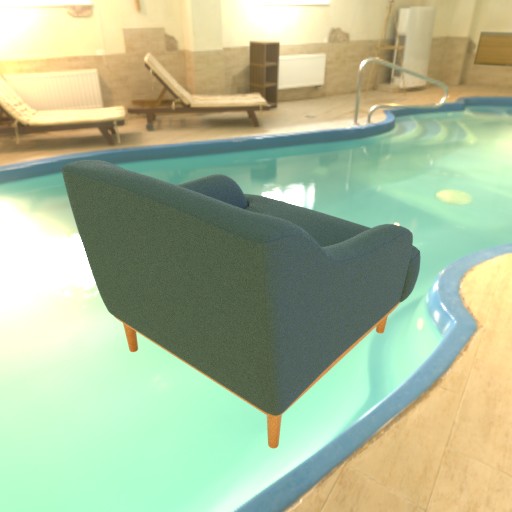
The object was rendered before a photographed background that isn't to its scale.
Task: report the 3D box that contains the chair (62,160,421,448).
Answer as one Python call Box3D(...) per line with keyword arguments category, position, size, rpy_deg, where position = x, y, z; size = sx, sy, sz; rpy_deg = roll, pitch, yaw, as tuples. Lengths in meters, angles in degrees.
Box3D(category="chair", position=(0.000, 0.000, 1.647), size=(0.946, 0.818, 0.951), rpy_deg=(22, 36, 33))
